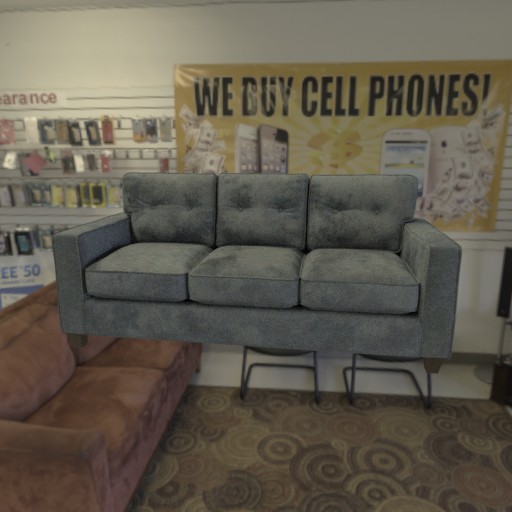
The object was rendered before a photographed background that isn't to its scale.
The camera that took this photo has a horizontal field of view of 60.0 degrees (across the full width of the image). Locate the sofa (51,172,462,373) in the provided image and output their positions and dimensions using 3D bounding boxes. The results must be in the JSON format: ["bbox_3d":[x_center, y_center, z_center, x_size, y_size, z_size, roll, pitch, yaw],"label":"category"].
[{"bbox_3d":[0.000,0.000,2.695,2.133,0.965,0.939,2,14,9],"label":"sofa"}]
